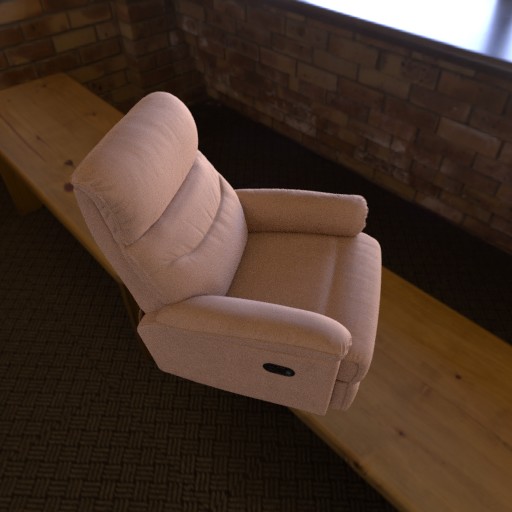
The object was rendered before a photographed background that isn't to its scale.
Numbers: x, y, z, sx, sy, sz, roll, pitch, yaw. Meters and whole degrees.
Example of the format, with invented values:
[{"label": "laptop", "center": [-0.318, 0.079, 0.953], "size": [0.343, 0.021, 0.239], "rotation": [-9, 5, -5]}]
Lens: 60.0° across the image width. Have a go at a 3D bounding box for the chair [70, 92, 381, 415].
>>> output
[{"label": "chair", "center": [0.000, 0.000, 1.735], "size": [1.004, 1.037, 0.820], "rotation": [10, 46, 10]}]
